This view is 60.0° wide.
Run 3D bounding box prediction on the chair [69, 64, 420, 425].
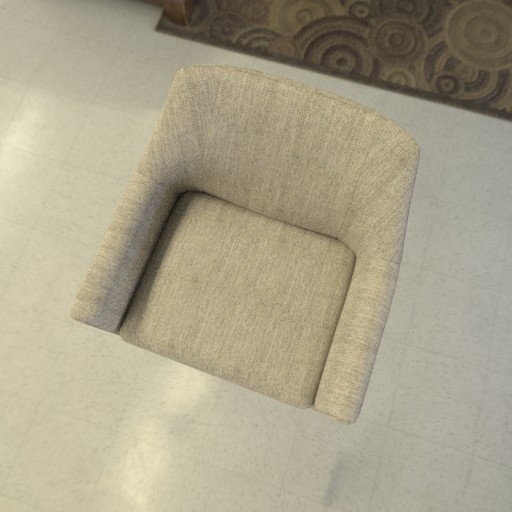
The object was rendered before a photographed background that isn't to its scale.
[{"bbox_3d":[0.000,0.000,1.372,0.796,0.761,0.758,19,76,5],"label":"chair"}]
